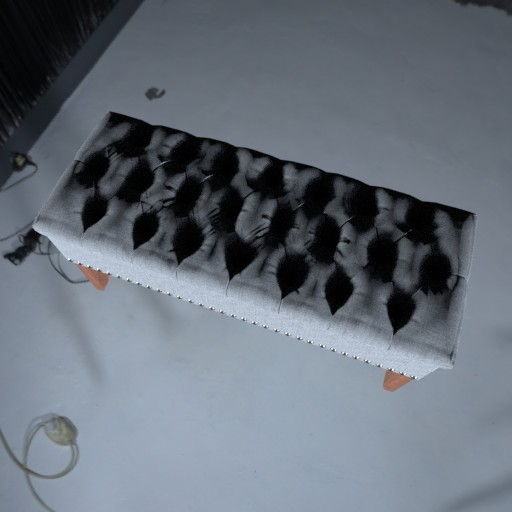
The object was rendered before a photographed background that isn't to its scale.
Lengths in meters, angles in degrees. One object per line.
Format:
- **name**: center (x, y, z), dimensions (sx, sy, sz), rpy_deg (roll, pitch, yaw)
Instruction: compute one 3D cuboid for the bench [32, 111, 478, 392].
- **bench**: center (0.000, 0.000, 1.291), dimensions (1.052, 0.470, 0.417), rpy_deg (18, 65, 9)
